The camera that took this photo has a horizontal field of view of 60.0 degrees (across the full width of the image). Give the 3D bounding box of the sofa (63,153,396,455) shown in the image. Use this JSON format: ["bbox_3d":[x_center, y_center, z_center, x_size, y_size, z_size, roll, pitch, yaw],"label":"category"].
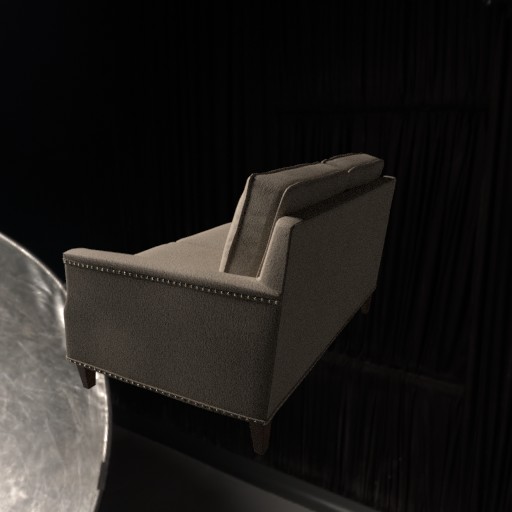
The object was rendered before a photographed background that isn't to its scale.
[{"bbox_3d":[0.000,0.000,2.283,1.084,1.003,1.597,9,18,27],"label":"sofa"}]
